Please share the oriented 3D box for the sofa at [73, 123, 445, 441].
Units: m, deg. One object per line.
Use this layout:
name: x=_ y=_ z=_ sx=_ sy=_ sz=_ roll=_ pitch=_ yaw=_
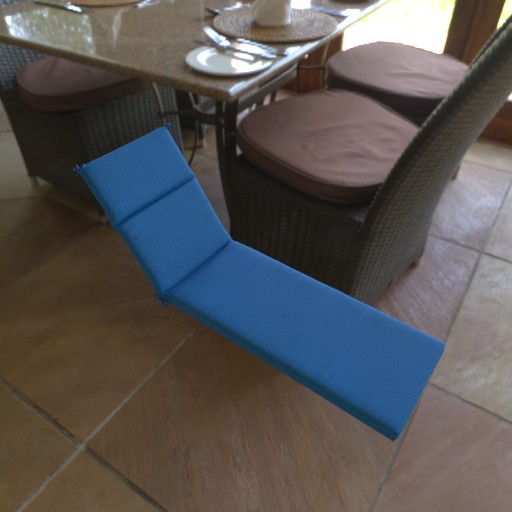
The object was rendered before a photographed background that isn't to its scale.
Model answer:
sofa: x=0.000 y=0.000 z=1.954 sx=1.663 sy=0.622 sz=0.582 roll=26 pitch=48 yaw=27
